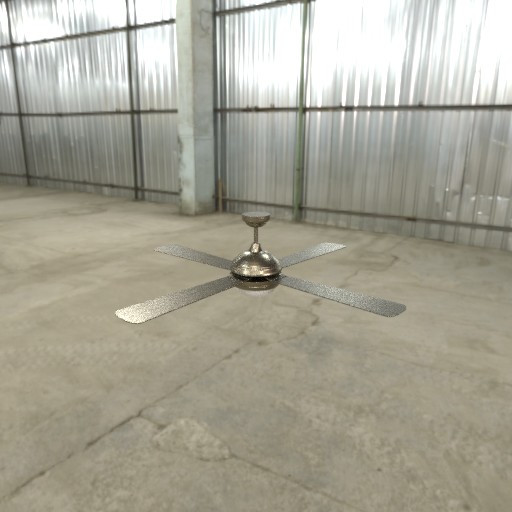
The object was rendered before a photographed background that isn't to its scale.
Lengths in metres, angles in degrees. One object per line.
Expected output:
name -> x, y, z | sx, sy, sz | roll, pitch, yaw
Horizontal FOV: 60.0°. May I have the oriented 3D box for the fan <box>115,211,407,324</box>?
fan -> 0.000, 0.000, 1.992 | 1.321, 0.381, 1.321 | -8, 18, -27
